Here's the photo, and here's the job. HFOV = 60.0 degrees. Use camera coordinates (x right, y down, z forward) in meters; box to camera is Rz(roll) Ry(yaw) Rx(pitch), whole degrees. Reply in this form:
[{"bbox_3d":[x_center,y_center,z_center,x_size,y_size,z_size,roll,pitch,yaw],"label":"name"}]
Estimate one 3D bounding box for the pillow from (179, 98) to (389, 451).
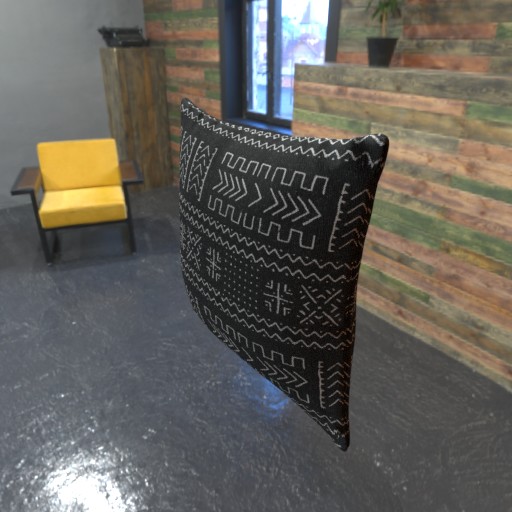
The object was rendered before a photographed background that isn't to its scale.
[{"bbox_3d":[0.000,0.000,0.678,0.164,0.430,0.438,-17,31,-31],"label":"pillow"}]
